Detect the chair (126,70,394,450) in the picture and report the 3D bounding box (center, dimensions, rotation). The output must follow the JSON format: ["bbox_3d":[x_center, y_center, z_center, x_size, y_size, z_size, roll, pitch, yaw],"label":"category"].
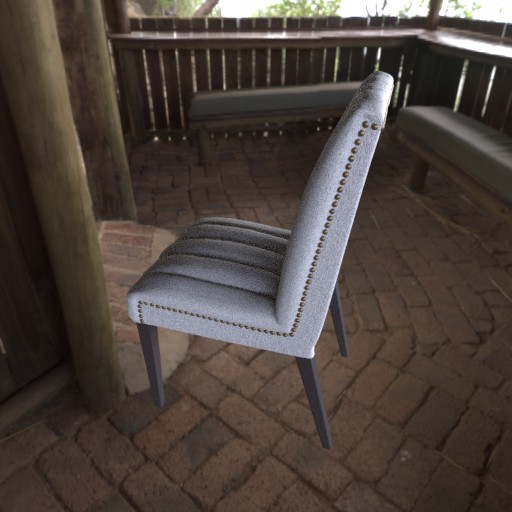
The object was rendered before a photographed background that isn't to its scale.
[{"bbox_3d":[0.000,0.000,1.342,0.647,1.016,0.511,9,32,15],"label":"chair"}]
